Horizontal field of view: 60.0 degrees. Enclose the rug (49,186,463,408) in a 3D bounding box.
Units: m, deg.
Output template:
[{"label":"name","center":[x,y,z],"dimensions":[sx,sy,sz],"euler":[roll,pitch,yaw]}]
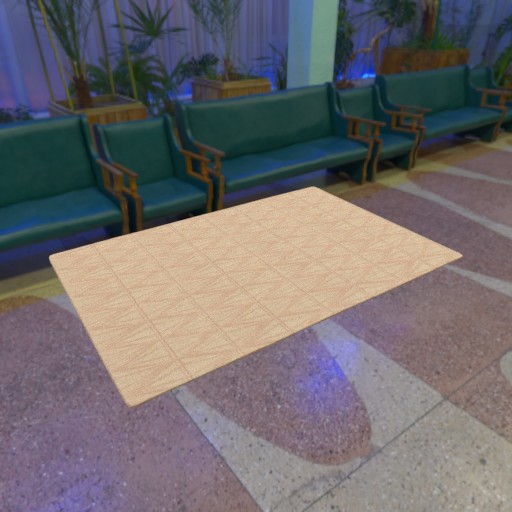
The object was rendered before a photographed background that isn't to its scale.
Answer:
[{"label":"rug","center":[0.000,0.000,3.053],"dimensions":[2.390,0.015,1.609],"euler":[-18,35,-29]}]
